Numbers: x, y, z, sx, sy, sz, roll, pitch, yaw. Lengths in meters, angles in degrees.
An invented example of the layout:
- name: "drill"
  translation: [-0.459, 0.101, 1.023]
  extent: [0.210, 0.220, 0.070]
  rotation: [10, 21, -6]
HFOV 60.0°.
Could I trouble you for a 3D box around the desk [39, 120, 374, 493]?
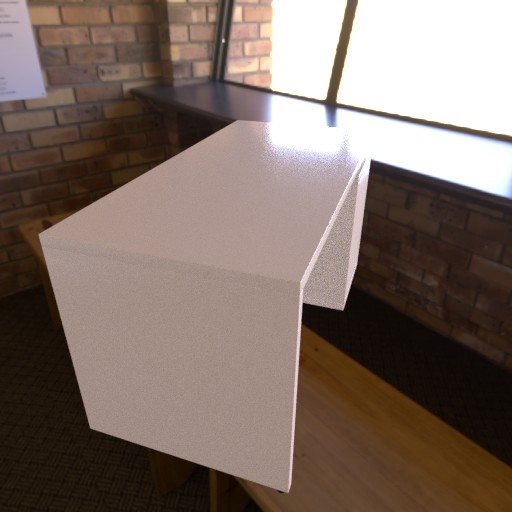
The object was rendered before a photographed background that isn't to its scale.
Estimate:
- name: "desk"
  translation: [0.000, 0.000, 1.792]
  extent: [0.690, 0.740, 1.400]
  rotation: [10, 31, 17]
